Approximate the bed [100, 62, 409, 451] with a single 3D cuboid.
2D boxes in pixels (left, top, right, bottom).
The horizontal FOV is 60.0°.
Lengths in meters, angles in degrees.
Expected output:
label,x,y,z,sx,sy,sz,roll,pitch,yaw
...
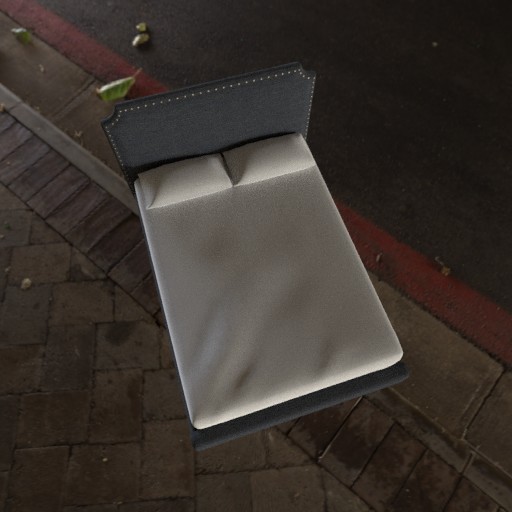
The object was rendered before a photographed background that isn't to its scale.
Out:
label,x,y,z,sx,sy,sz,roll,pitch,yaw
bed,0.000,0.000,3.469,1.713,1.443,2.372,-16,65,-8
